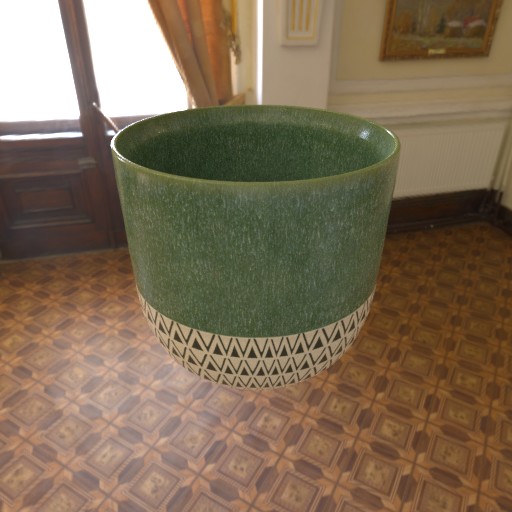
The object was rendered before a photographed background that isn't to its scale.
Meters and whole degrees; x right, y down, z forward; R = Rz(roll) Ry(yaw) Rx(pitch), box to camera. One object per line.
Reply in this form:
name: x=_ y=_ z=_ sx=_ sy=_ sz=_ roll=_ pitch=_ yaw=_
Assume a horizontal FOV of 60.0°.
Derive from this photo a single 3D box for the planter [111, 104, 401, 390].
planter: x=0.000 y=0.000 z=0.489 sx=0.266 sy=0.270 sz=0.266 roll=0 pitch=30 yaw=0
